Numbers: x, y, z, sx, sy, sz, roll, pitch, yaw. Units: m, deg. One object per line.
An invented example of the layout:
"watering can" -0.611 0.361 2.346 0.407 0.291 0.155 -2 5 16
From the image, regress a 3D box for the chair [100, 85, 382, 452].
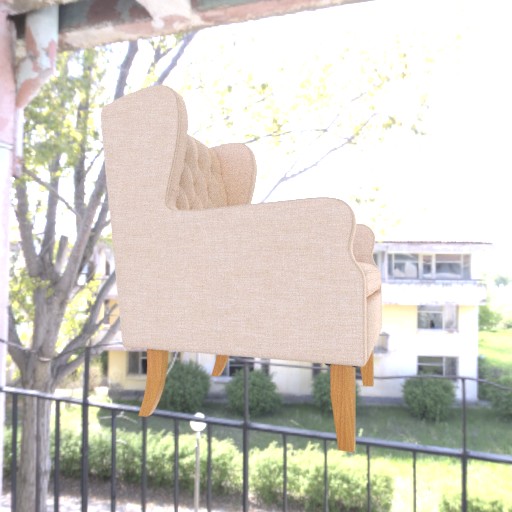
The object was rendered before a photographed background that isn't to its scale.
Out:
"chair" 0.000 0.000 1.448 0.760 0.930 0.710 -1 -2 19
